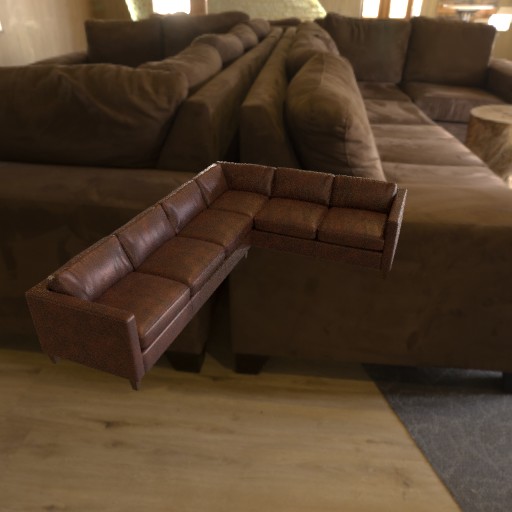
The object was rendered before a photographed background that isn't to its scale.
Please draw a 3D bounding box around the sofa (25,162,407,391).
[{"bbox_3d":[0.000,0.000,4.261,2.438,0.836,3.152,11,32,18],"label":"sofa"}]
